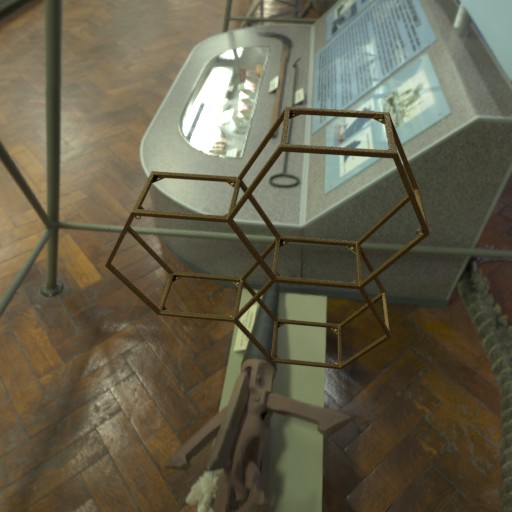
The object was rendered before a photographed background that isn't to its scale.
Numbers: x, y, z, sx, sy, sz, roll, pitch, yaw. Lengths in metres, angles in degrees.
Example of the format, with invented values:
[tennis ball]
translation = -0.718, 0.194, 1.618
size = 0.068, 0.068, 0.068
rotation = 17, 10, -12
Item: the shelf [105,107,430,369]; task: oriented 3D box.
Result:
[shelf]
translation = 0.000, 0.000, 1.080
size = 0.708, 0.701, 0.150
rotation = 5, 45, 5
